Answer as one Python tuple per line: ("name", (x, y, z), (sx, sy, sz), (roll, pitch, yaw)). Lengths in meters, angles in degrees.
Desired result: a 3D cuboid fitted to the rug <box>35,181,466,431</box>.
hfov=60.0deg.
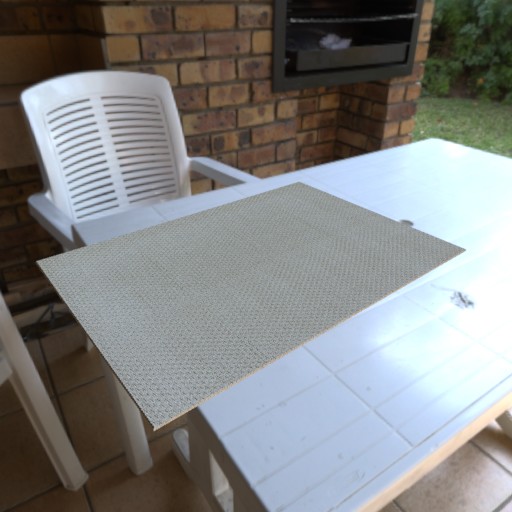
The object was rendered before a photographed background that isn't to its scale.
("rug", (0.000, 0.000, 2.695), (2.144, 0.013, 1.509), (-22, 37, -33))
